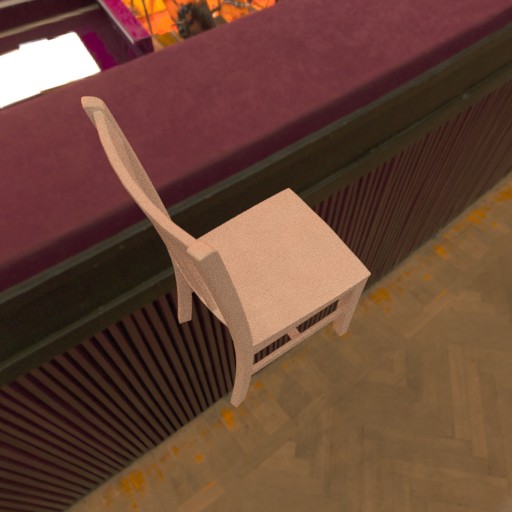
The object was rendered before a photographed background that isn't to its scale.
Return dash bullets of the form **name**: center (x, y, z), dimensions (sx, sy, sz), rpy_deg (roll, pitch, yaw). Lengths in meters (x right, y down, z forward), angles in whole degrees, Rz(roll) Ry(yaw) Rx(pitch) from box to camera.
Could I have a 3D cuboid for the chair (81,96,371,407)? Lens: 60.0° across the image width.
- **chair**: center (0.000, 0.000, 1.247), dimensions (0.555, 0.998, 0.450), rpy_deg (-30, 62, -18)
